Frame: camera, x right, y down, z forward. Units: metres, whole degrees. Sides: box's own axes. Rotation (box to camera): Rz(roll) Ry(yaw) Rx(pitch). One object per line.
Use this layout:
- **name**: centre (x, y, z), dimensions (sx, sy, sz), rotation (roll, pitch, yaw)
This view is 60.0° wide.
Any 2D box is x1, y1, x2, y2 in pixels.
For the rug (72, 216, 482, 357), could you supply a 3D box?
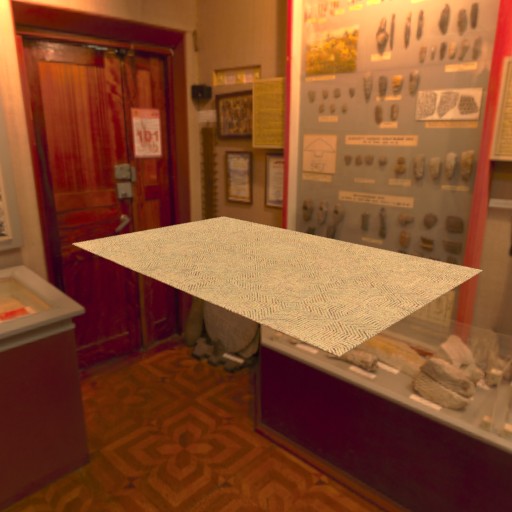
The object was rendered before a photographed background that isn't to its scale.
- **rug**: centre (0.000, 0.000, 3.040), dimensions (1.519, 0.007, 2.428), rotation (-15, 22, -43)
